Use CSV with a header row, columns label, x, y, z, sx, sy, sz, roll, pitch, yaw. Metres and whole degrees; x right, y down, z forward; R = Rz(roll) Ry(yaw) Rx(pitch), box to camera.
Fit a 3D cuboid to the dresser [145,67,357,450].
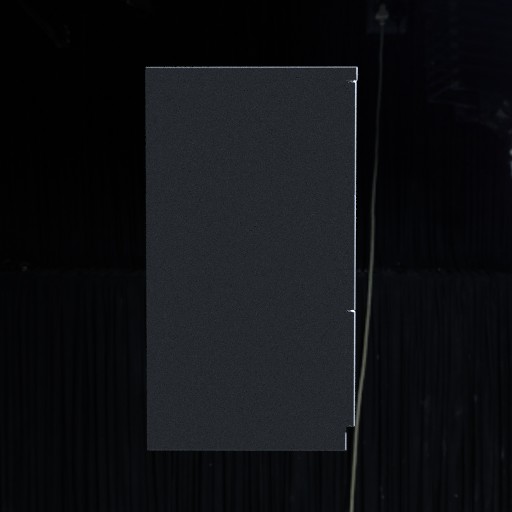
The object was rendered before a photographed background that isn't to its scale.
label,x,y,z,sx,sy,sz,roll,pitch,yaw
dresser,0.000,0.000,1.270,0.420,0.740,0.830,0,1,0
